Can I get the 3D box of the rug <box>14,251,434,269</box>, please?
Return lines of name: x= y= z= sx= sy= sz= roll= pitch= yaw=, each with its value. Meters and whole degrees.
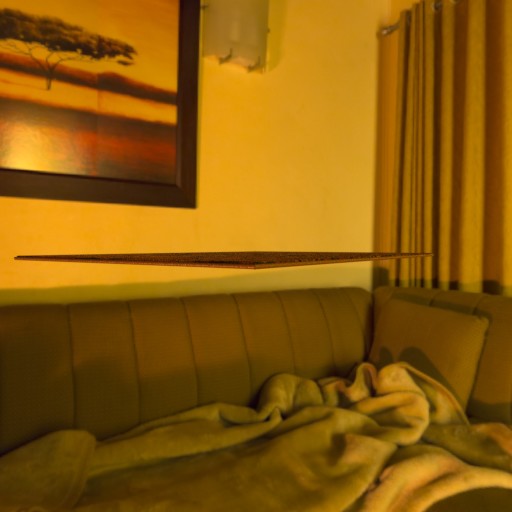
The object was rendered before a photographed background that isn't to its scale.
rug: x=0.000 y=0.000 z=2.780 sx=1.588 sy=0.024 sz=2.204 roll=1 pitch=2 yaw=36
